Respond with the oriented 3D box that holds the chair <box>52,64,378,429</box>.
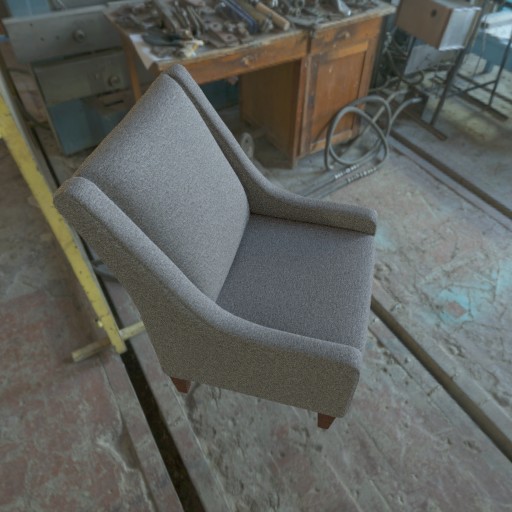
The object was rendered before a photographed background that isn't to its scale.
[{"bbox_3d":[0.000,0.000,1.613,0.870,1.016,0.774,11,48,10],"label":"chair"}]
